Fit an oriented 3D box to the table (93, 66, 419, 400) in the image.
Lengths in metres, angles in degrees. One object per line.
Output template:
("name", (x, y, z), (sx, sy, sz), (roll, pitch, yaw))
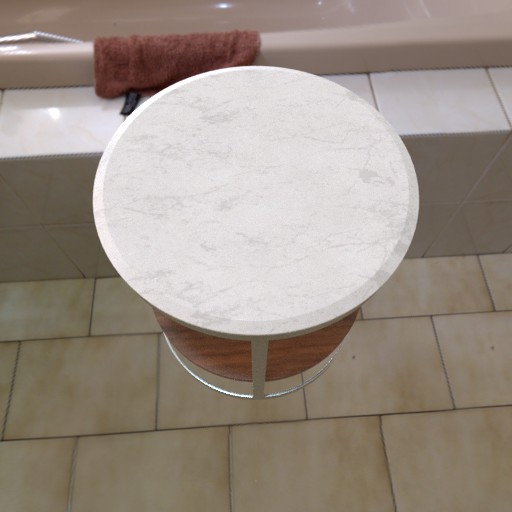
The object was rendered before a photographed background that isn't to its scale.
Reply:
("table", (0.000, 0.000, 0.754), (0.407, 0.447, 0.407), (0, 63, 0))
